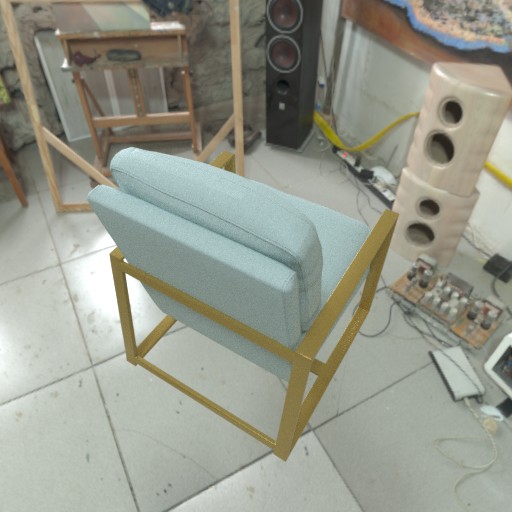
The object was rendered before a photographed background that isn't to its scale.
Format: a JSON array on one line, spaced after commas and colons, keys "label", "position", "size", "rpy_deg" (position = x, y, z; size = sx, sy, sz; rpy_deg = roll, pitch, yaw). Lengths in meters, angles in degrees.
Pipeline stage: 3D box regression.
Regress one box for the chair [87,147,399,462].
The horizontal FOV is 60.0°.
[{"label": "chair", "position": [0.000, 0.000, 1.586], "size": [0.758, 0.956, 0.813], "rpy_deg": [25, 51, 22]}]
